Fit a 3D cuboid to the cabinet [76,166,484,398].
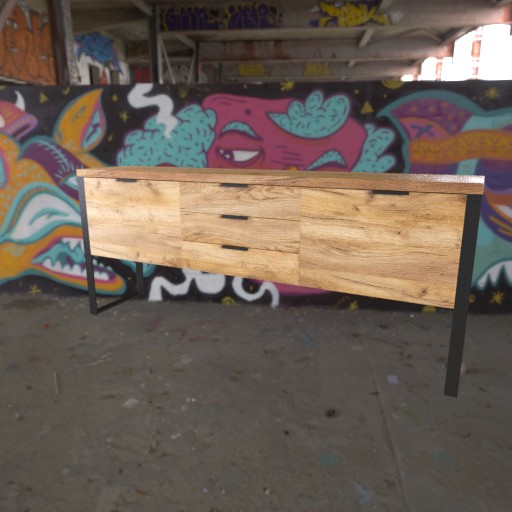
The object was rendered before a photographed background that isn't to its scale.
[{"bbox_3d":[0.000,0.000,2.048,1.800,0.762,0.395,7,16,26],"label":"cabinet"}]
